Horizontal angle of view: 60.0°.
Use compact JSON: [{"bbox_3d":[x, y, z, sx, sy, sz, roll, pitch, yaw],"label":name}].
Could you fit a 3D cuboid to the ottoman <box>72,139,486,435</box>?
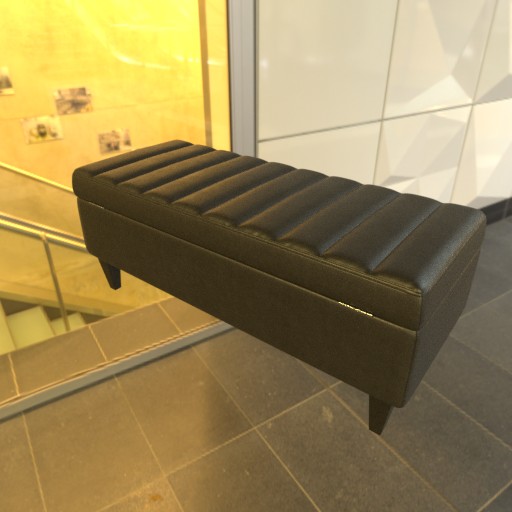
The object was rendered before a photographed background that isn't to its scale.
[{"bbox_3d":[0.000,0.000,1.367,1.151,0.469,0.482,21,36,32],"label":"ottoman"}]
